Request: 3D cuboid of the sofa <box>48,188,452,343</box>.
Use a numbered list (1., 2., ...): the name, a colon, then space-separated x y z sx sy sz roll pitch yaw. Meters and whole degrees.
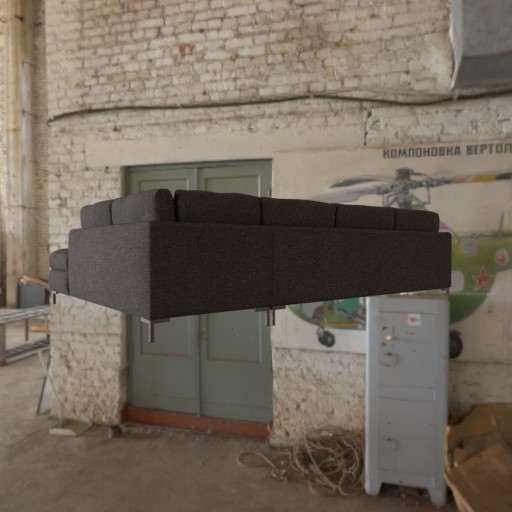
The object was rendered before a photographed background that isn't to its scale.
1. sofa: 0.000 0.000 3.870 2.949 0.815 2.007 -1 1 -38
